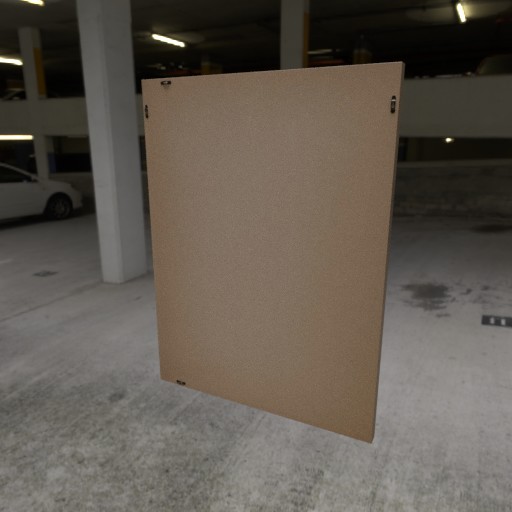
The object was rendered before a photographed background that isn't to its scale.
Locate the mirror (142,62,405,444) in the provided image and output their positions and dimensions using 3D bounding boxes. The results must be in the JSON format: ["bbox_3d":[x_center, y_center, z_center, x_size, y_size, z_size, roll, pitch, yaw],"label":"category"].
[{"bbox_3d":[0.000,0.000,1.320,0.762,1.016,0.041,8,17,26],"label":"mirror"}]
